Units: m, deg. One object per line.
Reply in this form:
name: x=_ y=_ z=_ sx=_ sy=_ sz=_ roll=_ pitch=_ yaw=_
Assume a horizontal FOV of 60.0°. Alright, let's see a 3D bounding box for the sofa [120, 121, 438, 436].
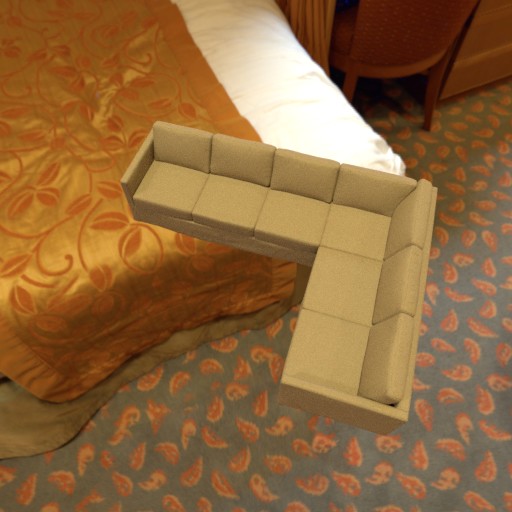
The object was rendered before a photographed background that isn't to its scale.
sofa: x=0.000 y=0.000 z=4.417 sx=3.182 sy=0.871 sz=2.432 roll=15 pitch=60 yaw=9
